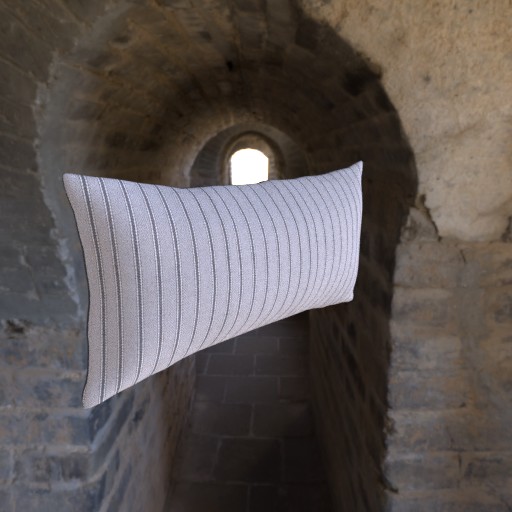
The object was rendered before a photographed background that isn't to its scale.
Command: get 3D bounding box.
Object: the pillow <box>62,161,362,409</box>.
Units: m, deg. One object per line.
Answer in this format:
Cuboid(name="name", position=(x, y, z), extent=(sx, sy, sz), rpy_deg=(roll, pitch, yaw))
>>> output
Cuboid(name="pillow", position=(0.000, 0.000, 0.732), extent=(0.609, 0.305, 0.151), rpy_deg=(-12, 17, -44))
